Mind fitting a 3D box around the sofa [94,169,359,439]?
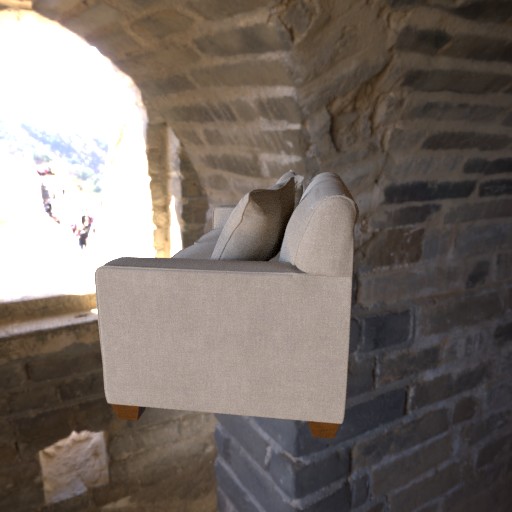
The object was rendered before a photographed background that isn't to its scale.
[{"bbox_3d":[0.000,0.000,2.571,0.997,0.958,2.024,2,13,8],"label":"sofa"}]
